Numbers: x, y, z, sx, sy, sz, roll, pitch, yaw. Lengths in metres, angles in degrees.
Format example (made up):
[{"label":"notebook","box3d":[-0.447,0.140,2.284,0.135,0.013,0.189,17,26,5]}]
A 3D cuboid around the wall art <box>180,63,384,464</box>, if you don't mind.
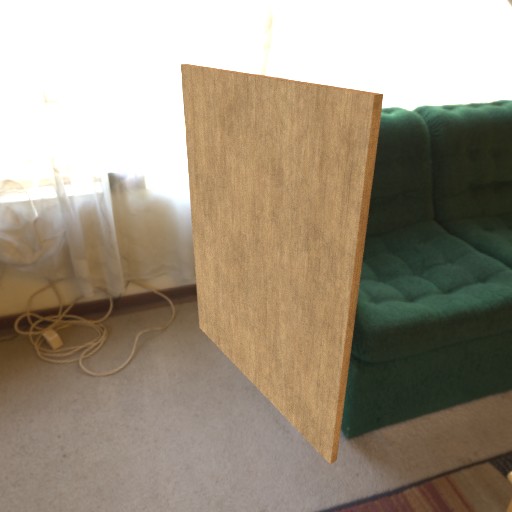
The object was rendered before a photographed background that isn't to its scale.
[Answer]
[{"label":"wall art","box3d":[0.000,0.000,0.903,0.018,0.686,0.534,-18,33,-30]}]
